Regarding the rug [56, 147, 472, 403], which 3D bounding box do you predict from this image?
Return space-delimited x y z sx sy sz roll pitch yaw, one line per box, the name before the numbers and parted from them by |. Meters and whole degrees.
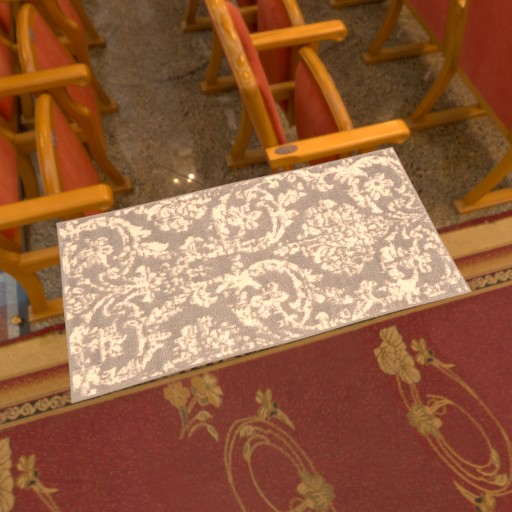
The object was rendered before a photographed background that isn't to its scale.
rug | 0.000 0.000 1.425 1.219 0.007 0.604 -14 63 -7
